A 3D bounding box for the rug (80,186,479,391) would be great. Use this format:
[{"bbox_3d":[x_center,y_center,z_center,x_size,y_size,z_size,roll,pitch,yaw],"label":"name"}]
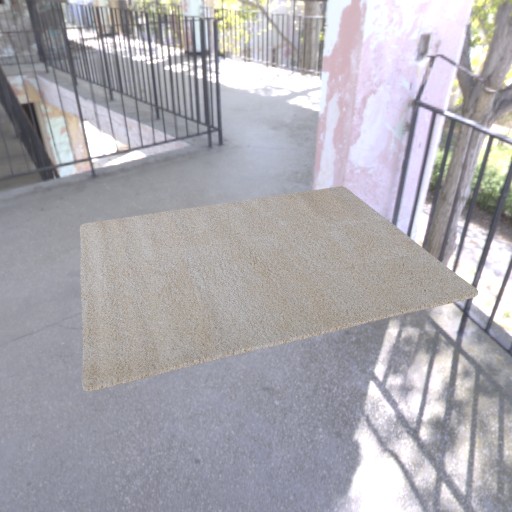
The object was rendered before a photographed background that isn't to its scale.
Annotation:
[{"bbox_3d":[0.000,0.000,2.138,1.600,0.025,1.199,-10,34,-16],"label":"rug"}]
